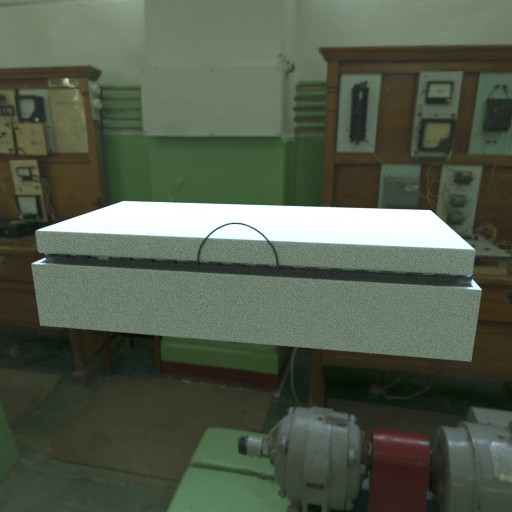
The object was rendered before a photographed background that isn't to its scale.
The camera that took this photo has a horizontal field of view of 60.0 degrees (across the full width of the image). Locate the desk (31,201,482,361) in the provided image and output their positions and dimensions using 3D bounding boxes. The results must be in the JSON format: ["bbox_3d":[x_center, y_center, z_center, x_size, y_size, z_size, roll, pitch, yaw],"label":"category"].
[{"bbox_3d":[0.000,0.000,2.273,1.900,0.526,0.900,3,16,10],"label":"desk"}]
